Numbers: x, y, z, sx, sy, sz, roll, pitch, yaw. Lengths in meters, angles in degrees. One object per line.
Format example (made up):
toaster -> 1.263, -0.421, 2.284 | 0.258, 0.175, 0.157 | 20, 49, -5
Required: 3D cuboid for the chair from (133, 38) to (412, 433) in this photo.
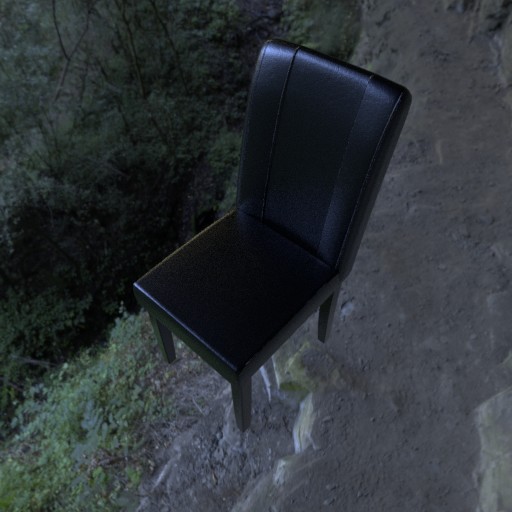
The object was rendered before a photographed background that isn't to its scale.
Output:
chair -> 0.000, 0.000, 1.196 | 0.399, 0.897, 0.556 | 34, 57, 26
